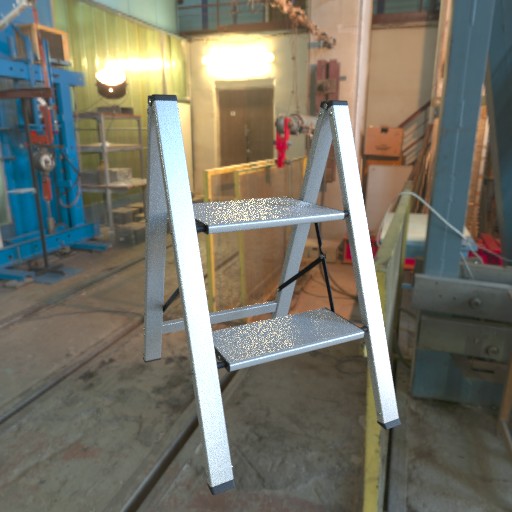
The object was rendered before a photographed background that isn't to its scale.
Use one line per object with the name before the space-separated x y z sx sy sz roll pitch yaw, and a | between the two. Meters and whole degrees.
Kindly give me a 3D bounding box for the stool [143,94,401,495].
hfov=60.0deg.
stool | 0.000 0.000 0.997 0.440 0.670 0.535 -8 18 -25
